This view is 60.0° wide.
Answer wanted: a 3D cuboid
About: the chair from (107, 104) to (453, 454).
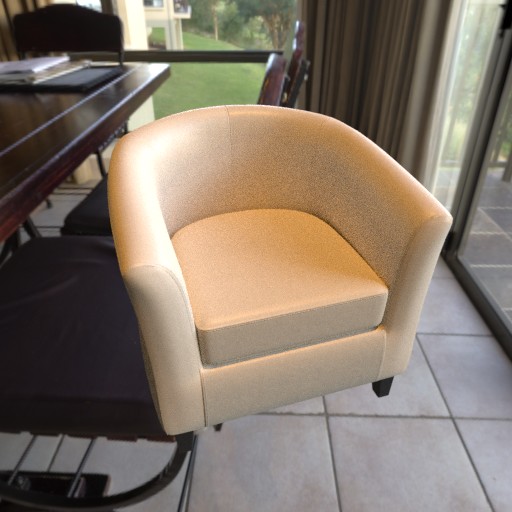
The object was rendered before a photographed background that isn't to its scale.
[{"bbox_3d":[0.000,0.000,1.365,0.792,0.756,0.727,-10,33,-15],"label":"chair"}]
